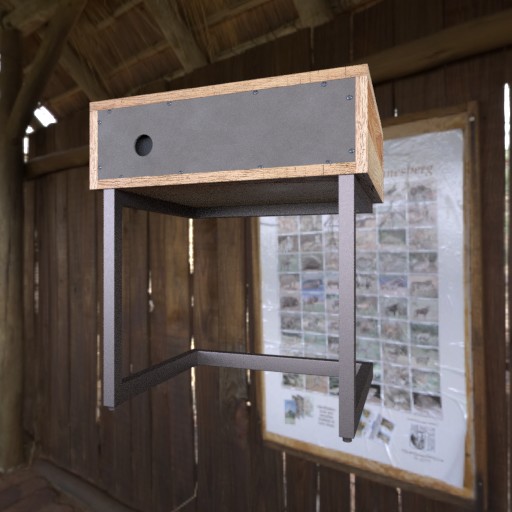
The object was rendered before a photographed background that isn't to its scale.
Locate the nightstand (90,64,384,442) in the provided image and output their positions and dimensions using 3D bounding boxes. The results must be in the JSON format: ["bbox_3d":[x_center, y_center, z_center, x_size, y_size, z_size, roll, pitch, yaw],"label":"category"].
[{"bbox_3d":[0.000,0.000,1.045,0.558,0.632,0.481,0,0,19],"label":"nightstand"}]
